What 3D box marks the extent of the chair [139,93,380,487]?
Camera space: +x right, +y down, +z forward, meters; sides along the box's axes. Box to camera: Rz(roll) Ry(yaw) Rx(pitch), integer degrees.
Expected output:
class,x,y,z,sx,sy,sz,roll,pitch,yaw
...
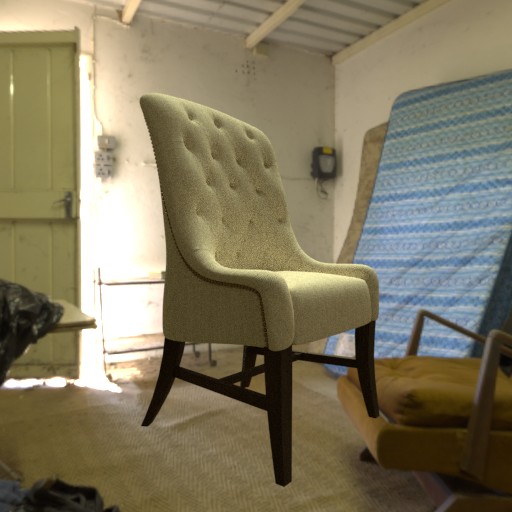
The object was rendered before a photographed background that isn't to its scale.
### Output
class,x,y,z,sx,sy,sz,roll,pitch,yaw
chair,0.000,0.000,1.466,0.629,1.091,0.634,1,1,38
